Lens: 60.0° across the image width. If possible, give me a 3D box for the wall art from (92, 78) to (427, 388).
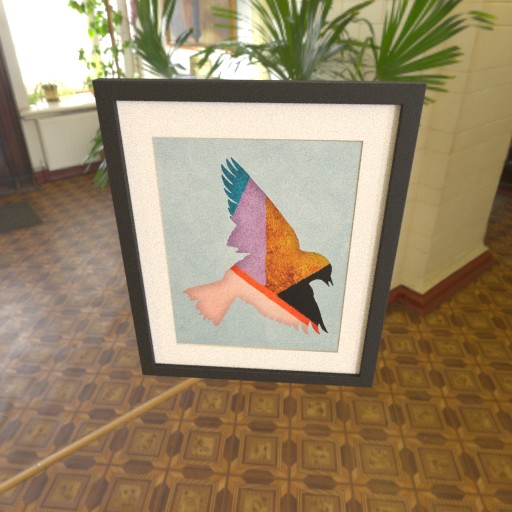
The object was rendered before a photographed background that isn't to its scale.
[{"bbox_3d":[0.000,0.000,0.751,0.457,0.558,0.028,2,30,4],"label":"wall art"}]
